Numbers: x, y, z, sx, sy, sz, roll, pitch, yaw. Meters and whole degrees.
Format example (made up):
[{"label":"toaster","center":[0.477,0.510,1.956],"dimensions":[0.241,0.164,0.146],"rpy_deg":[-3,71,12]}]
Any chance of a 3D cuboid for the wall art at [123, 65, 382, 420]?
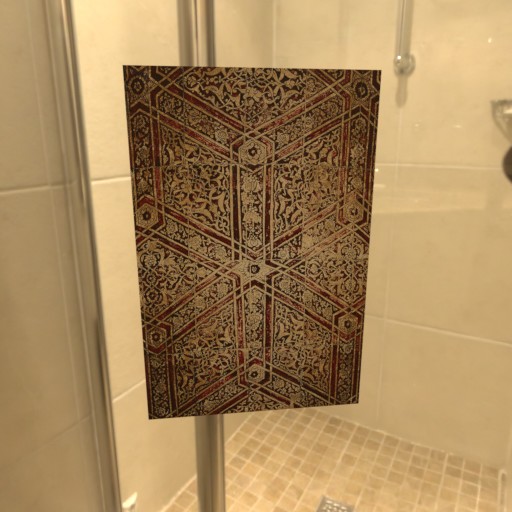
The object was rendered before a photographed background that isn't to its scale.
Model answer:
[{"label":"wall art","center":[0.000,0.000,0.762],"dimensions":[0.397,0.599,0.020],"rpy_deg":[-2,15,-7]}]
